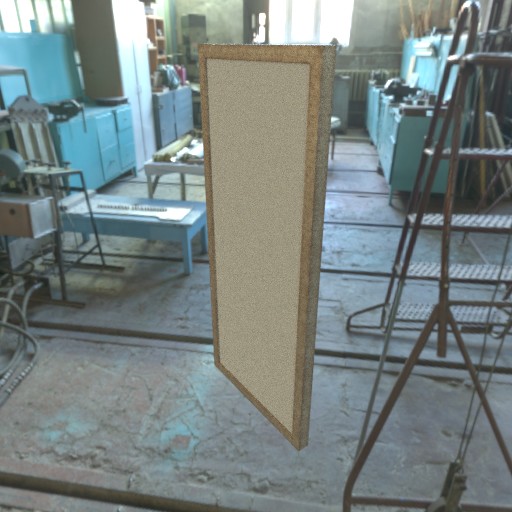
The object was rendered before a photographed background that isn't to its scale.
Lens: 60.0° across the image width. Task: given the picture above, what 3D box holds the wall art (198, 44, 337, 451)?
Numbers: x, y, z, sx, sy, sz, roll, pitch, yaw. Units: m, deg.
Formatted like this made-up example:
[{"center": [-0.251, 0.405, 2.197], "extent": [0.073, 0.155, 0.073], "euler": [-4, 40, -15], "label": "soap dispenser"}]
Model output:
[{"center": [0.000, 0.000, 1.695], "extent": [0.051, 1.461, 0.648], "euler": [-18, 31, -32], "label": "wall art"}]
